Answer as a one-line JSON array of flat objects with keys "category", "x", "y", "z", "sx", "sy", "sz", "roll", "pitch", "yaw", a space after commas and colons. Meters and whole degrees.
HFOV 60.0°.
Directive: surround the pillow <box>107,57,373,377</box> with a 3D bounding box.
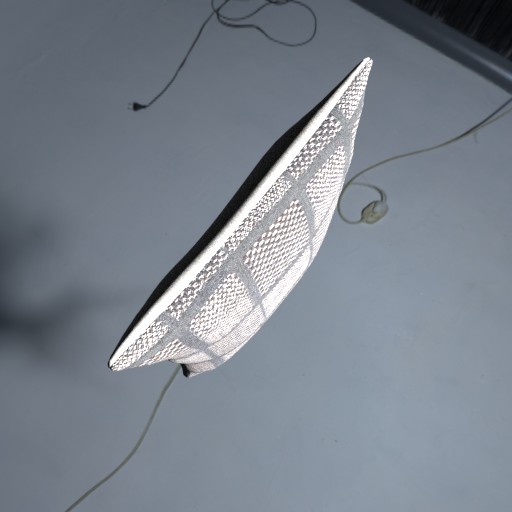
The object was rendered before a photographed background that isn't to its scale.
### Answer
[{"category": "pillow", "x": 0.000, "y": 0.000, "z": 0.661, "sx": 0.138, "sy": 0.432, "sz": 0.435, "roll": 37, "pitch": 78, "yaw": 9}]
